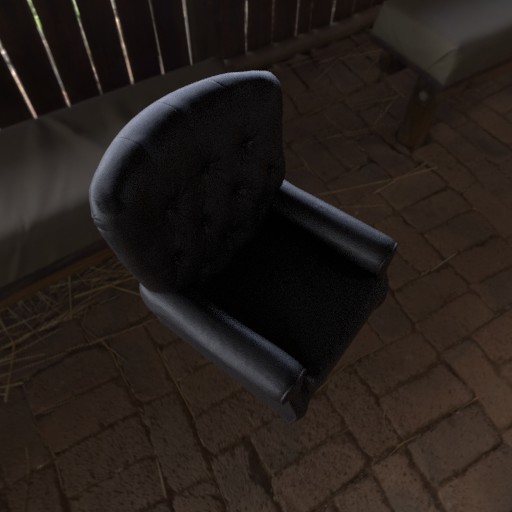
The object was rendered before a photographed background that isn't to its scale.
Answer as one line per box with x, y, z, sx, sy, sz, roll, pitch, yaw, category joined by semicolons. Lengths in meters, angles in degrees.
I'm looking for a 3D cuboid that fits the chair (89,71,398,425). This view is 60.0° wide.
0.000;0.000;1.925;1.058;1.158;0.948;33;63;20;chair
